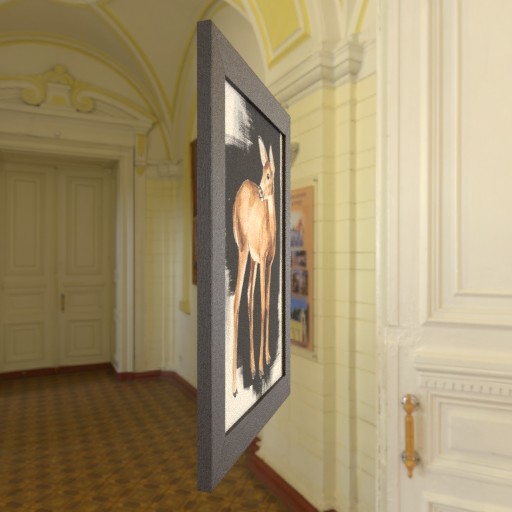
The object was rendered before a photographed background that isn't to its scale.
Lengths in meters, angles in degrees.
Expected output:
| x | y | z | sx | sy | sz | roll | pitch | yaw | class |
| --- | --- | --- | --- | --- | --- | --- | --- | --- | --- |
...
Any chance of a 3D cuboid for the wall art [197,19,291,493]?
| x | y | z | sx | sy | sz | roll | pitch | yaw | class |
| --- | --- | --- | --- | --- | --- | --- | --- | --- | --- |
| 0.000 | 0.000 | 0.653 | 0.017 | 0.513 | 0.359 | 0 | 0 | 18 | wall art |
